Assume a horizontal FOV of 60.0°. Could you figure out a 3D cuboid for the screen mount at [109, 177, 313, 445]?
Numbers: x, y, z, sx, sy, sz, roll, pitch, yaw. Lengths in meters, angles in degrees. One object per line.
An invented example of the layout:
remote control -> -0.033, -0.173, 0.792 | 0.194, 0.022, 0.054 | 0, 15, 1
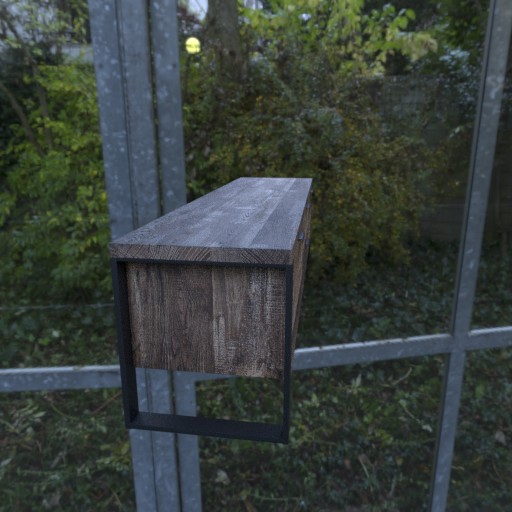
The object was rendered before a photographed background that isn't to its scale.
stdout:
screen mount -> 0.000, 0.000, 1.685 | 0.395, 0.450, 1.524 | 2, 15, 8
